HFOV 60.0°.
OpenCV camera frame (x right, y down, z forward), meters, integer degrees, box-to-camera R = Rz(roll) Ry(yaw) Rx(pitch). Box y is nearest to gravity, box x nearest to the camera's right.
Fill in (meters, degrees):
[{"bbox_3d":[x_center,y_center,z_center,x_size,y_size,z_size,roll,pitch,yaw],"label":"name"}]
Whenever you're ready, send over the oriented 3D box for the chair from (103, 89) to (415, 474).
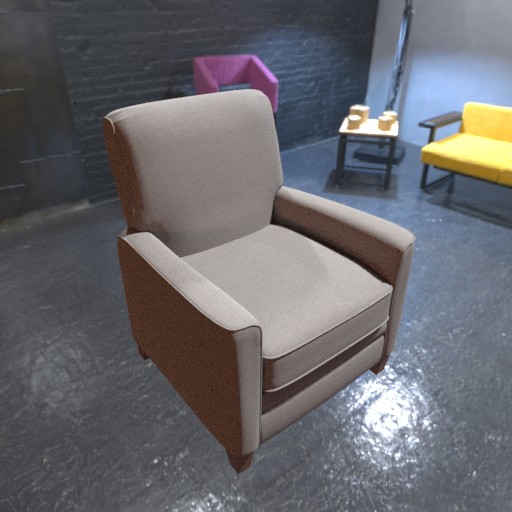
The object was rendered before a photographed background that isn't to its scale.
[{"bbox_3d":[0.000,0.000,1.630,0.845,1.023,0.859,-22,37,-33],"label":"chair"}]
